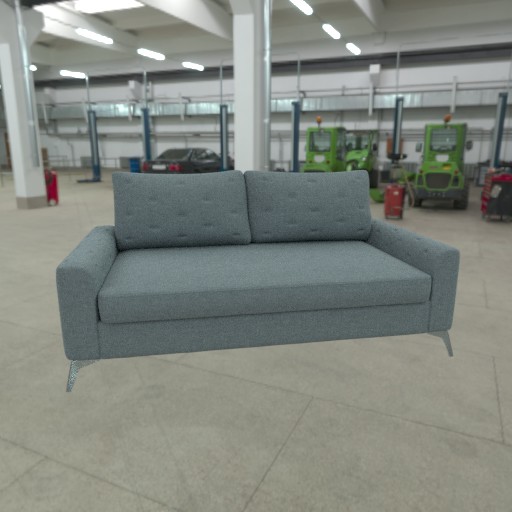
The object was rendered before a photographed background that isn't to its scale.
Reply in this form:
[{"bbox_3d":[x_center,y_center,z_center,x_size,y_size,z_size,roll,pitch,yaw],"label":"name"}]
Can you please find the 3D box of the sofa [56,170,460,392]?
[{"bbox_3d":[0.000,0.000,2.150,1.650,0.790,0.920,-3,14,-10],"label":"sofa"}]
